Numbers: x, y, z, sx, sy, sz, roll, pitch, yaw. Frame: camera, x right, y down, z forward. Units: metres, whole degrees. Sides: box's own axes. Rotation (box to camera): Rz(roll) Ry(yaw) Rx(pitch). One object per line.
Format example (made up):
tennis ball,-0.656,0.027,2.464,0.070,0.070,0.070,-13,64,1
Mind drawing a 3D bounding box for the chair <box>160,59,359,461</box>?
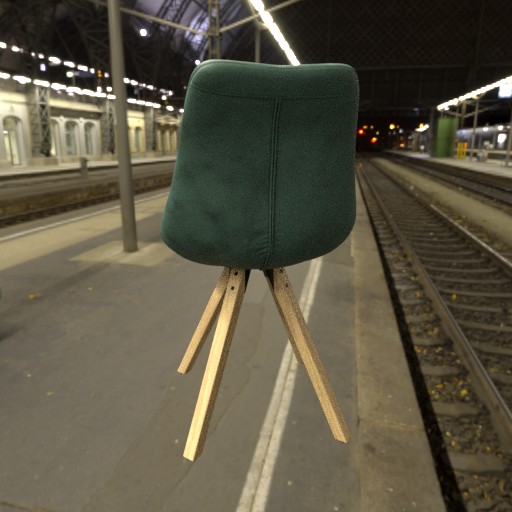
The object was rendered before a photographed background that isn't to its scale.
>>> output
chair,0.000,0.000,1.163,0.483,0.865,0.547,-2,15,-10
